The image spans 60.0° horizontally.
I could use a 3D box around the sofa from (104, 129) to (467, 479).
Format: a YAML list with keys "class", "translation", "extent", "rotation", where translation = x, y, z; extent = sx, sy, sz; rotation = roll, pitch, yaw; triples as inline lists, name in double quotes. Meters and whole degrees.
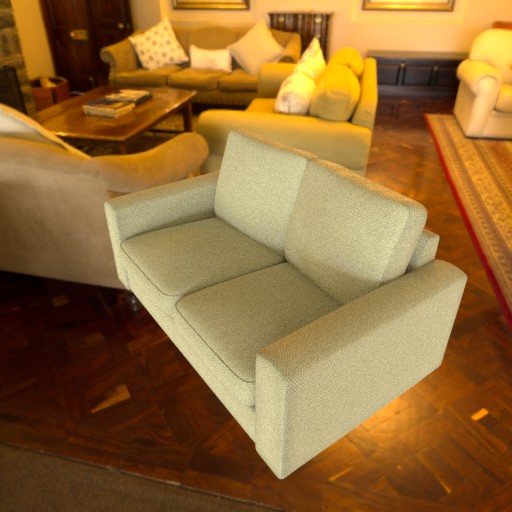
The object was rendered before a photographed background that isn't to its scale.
- class: "sofa"
  translation: [0.000, 0.000, 2.200]
  extent: [1.016, 0.873, 1.616]
  rotation: [-21, 38, -30]
